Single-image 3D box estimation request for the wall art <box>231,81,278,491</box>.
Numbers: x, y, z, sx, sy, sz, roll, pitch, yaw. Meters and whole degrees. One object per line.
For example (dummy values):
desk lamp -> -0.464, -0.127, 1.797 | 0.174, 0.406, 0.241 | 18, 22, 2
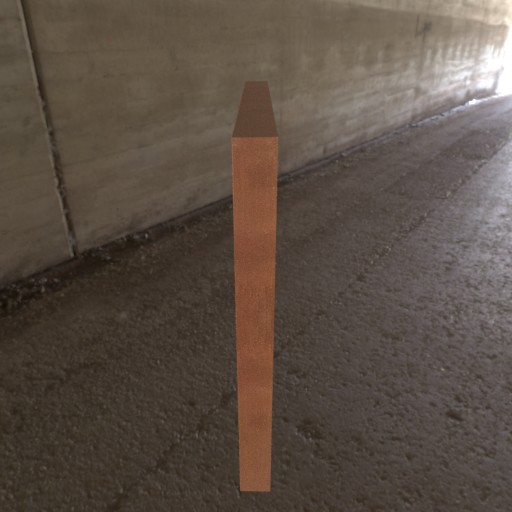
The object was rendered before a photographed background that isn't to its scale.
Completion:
wall art -> 0.000, 0.000, 0.598 | 0.035, 0.403, 0.403 | 0, 27, 0
